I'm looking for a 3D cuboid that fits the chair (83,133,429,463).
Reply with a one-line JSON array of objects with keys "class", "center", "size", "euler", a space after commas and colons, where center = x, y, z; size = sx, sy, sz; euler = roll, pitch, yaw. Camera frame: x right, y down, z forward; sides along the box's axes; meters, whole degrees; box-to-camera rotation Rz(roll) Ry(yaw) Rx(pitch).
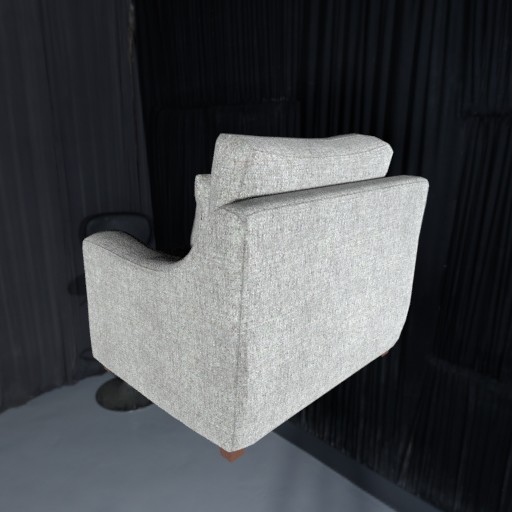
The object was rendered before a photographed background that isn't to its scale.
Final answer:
[{"class": "chair", "center": [0.000, 0.000, 1.930], "size": [1.009, 1.037, 1.138], "euler": [15, 22, 42]}]
